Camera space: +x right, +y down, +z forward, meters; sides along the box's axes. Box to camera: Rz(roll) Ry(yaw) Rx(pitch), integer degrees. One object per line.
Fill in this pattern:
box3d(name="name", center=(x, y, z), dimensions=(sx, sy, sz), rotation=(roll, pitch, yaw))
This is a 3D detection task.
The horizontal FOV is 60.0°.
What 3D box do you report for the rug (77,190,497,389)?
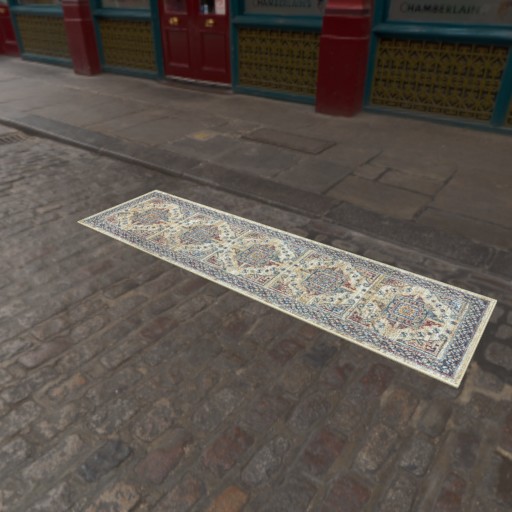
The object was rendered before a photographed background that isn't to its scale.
box3d(name="rug", center=(0.000, 0.000, 2.418), dimensions=(2.297, 0.013, 0.661), rotation=(20, 36, 31))
